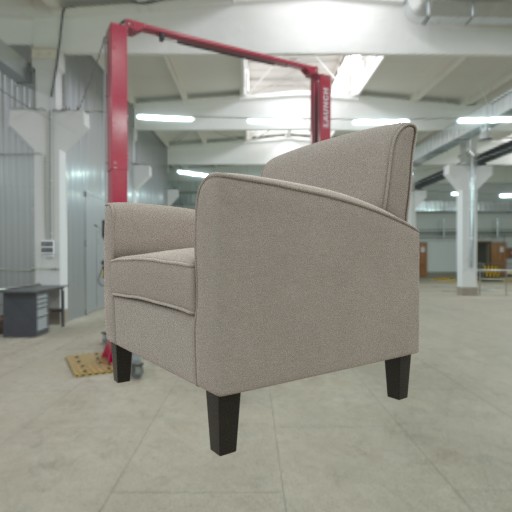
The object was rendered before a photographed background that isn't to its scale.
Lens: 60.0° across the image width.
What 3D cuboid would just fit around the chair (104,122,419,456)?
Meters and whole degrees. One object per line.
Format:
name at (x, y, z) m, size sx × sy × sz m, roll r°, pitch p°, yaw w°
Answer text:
chair at (0.000, 0.000, 1.536) m, size 0.820 × 0.915 × 0.820 m, roll 0°, pitch 1°, yaw -36°
